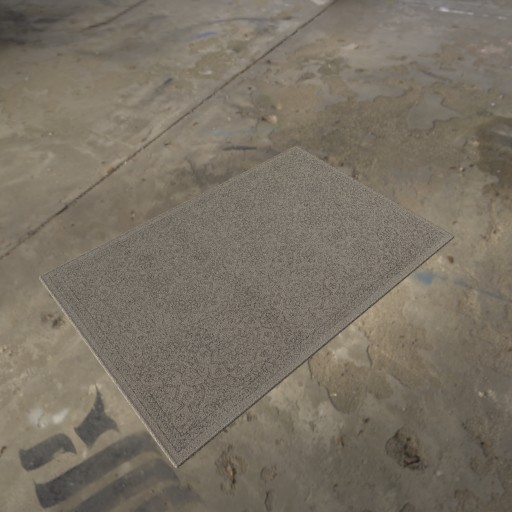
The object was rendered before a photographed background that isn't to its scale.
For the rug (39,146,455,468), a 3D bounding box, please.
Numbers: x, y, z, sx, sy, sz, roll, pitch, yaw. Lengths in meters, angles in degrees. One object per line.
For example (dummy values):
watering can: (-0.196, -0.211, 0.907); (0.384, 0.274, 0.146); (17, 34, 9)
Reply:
rug: (0.000, 0.000, 2.320); (1.829, 0.010, 1.219); (-32, 54, -27)
